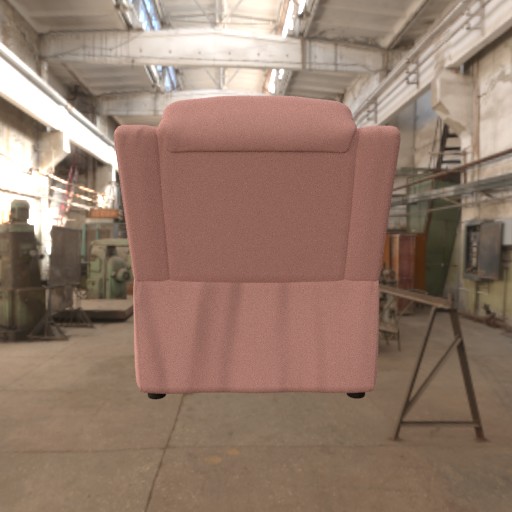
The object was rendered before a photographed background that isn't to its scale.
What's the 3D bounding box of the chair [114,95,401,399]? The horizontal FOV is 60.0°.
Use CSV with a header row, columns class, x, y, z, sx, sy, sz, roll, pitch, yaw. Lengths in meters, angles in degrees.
class,x,y,z,sx,sy,sz,roll,pitch,yaw
chair,0.000,0.000,1.253,0.680,0.702,0.709,0,2,-1
